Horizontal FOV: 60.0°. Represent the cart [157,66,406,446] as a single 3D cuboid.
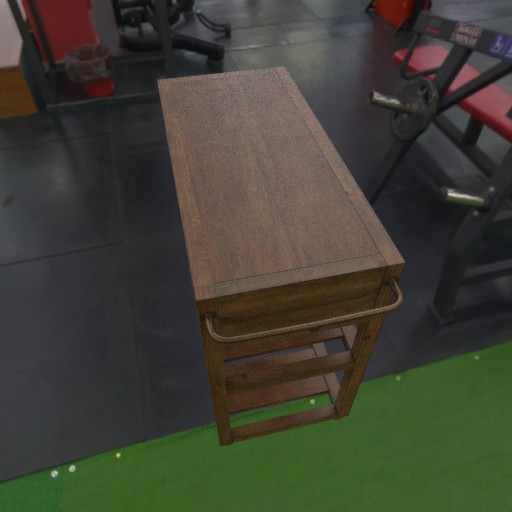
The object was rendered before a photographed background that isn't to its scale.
[{"bbox_3d":[0.000,0.000,1.475,0.445,0.830,1.065,-10,48,-9],"label":"cart"}]
